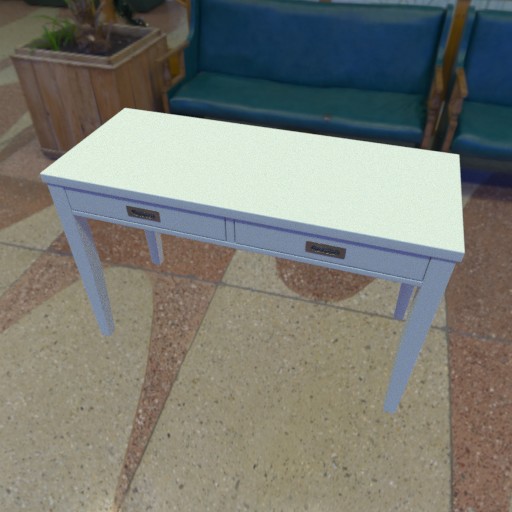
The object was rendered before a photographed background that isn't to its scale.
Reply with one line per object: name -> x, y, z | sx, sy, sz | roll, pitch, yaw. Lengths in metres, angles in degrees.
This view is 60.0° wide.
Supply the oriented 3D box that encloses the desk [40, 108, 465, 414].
desk -> 0.000, 0.000, 1.645 | 1.220, 0.775, 0.508 | 12, 43, 13
